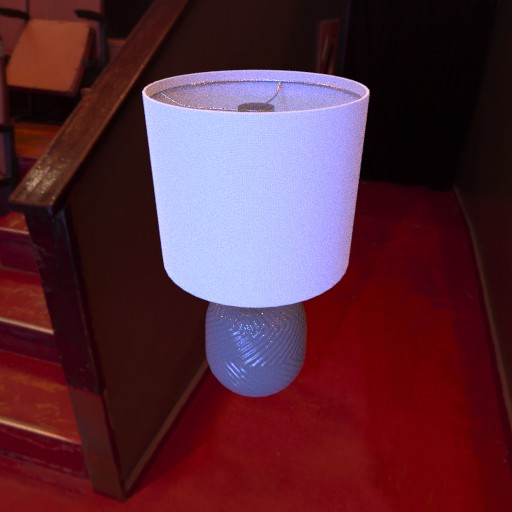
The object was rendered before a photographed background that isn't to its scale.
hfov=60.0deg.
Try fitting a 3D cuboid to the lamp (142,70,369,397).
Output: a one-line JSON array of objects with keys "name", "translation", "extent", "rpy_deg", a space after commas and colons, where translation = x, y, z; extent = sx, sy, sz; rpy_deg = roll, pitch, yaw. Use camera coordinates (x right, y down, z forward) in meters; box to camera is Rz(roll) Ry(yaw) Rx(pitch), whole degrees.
[{"name": "lamp", "translation": [0.000, 0.000, 0.506], "extent": [0.207, 0.366, 0.207], "rpy_deg": [9, 32, 14]}]
